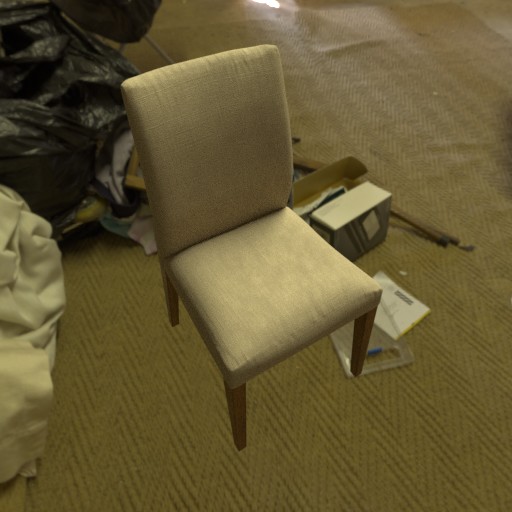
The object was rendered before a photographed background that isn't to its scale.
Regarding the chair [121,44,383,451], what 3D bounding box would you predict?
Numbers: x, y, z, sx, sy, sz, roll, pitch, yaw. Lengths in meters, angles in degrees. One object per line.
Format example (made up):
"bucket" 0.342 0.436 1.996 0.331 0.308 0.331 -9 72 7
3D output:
"chair" 0.000 0.000 1.276 0.496 0.940 0.585 -25 51 -22
